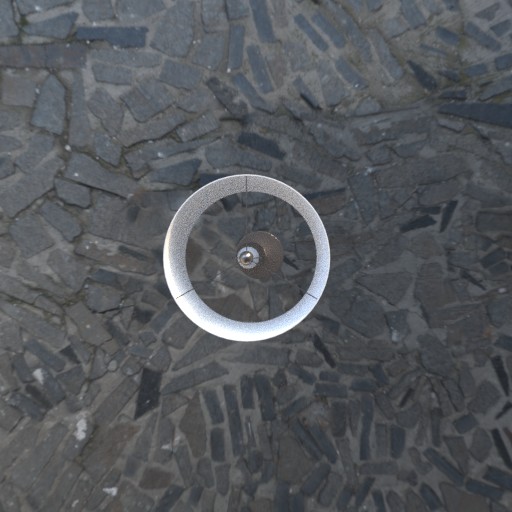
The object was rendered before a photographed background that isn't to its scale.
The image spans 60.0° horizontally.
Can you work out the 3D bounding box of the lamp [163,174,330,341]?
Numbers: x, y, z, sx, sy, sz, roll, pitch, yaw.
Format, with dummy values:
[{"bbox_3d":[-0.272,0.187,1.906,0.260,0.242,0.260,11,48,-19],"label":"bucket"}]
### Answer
[{"bbox_3d":[0.000,0.000,1.786,0.377,1.599,0.377,0,90,2],"label":"lamp"}]
